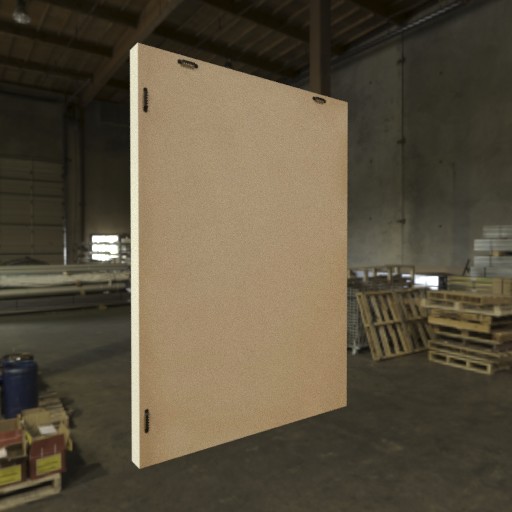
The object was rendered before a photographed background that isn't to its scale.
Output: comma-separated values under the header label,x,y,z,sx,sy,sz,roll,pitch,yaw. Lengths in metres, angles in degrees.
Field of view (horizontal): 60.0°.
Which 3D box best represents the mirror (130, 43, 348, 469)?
label,x,y,z,sx,sy,sz,roll,pitch,yaw
mirror,0.000,0.000,0.900,0.507,0.710,0.040,-1,1,-36
